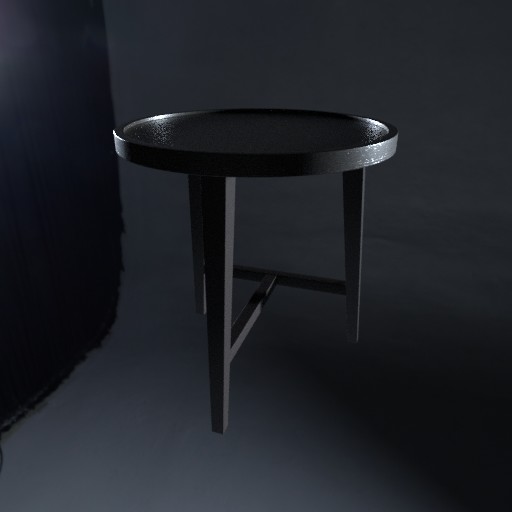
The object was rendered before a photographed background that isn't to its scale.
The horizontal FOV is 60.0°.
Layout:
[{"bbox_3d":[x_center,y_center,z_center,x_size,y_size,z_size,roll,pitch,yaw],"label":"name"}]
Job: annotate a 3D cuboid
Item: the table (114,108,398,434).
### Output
[{"bbox_3d":[0.000,0.000,0.923,0.500,0.531,0.500,0,25,0],"label":"table"}]
